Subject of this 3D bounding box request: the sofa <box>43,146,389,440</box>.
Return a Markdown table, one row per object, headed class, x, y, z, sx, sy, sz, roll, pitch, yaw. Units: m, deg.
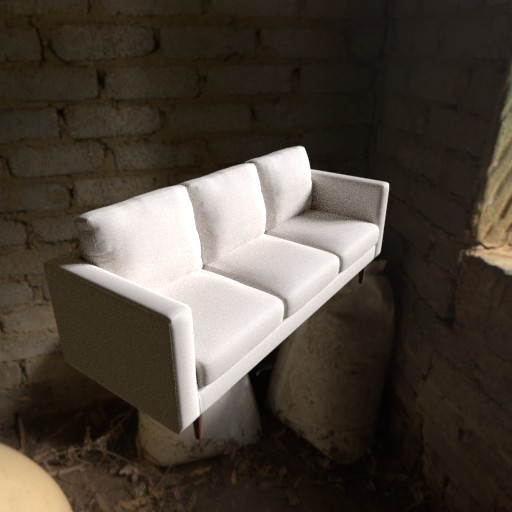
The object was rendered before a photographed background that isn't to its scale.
| class | x | y | z | sx | sy | sz | roll | pitch | yaw |
| --- | --- | --- | --- | --- | --- | --- | --- | --- | --- |
| sofa | 0.000 | 0.000 | 2.515 | 0.802 | 0.912 | 2.029 | 17 | 31 | 32 |
